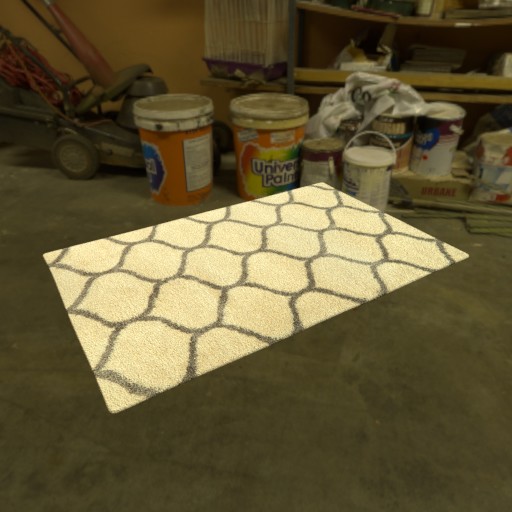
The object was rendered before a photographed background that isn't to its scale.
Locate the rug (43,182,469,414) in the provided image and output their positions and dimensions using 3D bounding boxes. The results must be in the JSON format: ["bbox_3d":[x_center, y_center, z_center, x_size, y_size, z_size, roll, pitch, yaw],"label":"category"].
[{"bbox_3d":[0.000,0.000,2.884,2.348,0.024,1.501,-18,36,-27],"label":"rug"}]
